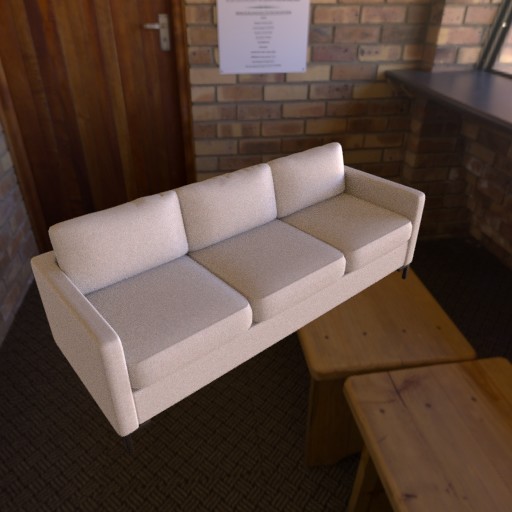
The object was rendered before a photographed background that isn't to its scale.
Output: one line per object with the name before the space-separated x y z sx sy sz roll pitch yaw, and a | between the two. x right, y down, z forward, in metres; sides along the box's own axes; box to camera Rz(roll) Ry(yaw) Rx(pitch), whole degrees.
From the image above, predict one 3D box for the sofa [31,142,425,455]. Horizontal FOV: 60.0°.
sofa | 0.000 0.000 2.629 2.218 0.874 0.859 -24 39 -34
